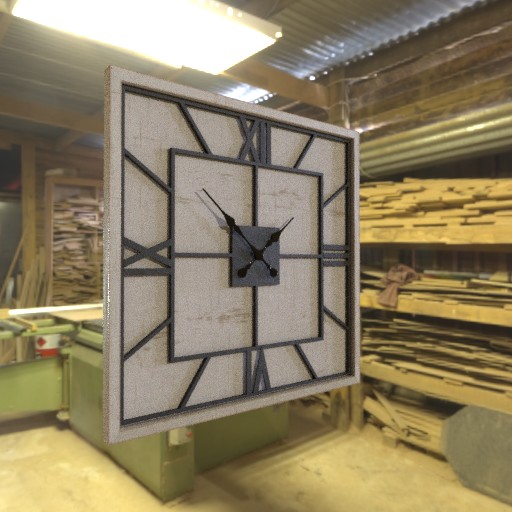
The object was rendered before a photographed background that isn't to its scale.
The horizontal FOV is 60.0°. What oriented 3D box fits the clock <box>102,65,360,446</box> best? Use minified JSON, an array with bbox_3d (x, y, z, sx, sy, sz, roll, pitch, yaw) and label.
[{"bbox_3d":[0.000,0.000,1.044,0.705,0.705,0.032,1,-1,-37],"label":"clock"}]
